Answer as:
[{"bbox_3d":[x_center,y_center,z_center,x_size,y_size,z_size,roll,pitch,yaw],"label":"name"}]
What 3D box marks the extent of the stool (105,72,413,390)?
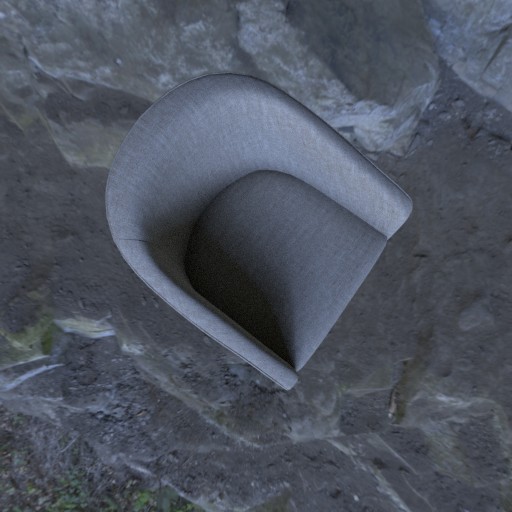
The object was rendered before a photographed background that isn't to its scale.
[{"bbox_3d":[0.000,0.000,1.412,0.607,1.078,0.559,35,79,8],"label":"stool"}]
